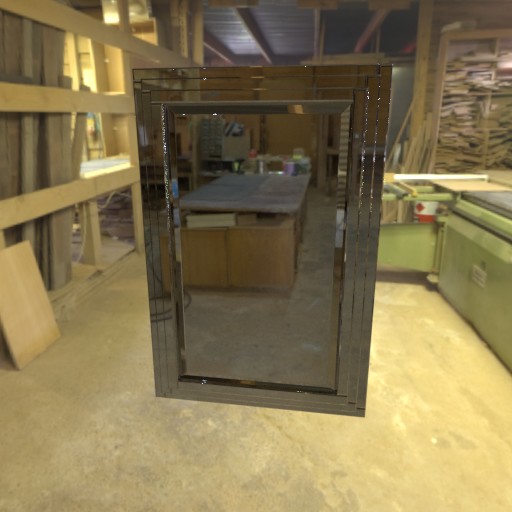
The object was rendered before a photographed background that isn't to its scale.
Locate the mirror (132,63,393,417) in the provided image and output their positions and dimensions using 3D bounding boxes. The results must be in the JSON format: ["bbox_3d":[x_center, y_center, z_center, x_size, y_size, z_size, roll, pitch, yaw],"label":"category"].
[{"bbox_3d":[0.000,0.000,1.148,0.613,0.914,0.039,3,16,9],"label":"mirror"}]
